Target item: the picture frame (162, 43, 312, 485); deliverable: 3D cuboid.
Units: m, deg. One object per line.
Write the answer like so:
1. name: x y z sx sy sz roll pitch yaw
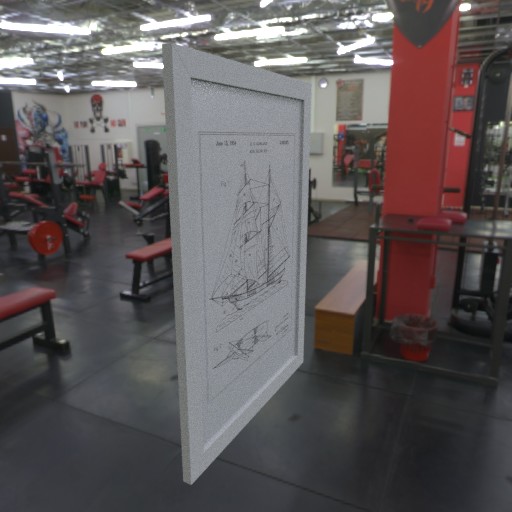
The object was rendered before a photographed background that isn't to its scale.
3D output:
1. picture frame: 0.000 0.000 0.584 0.011 0.459 0.326 8 17 28
